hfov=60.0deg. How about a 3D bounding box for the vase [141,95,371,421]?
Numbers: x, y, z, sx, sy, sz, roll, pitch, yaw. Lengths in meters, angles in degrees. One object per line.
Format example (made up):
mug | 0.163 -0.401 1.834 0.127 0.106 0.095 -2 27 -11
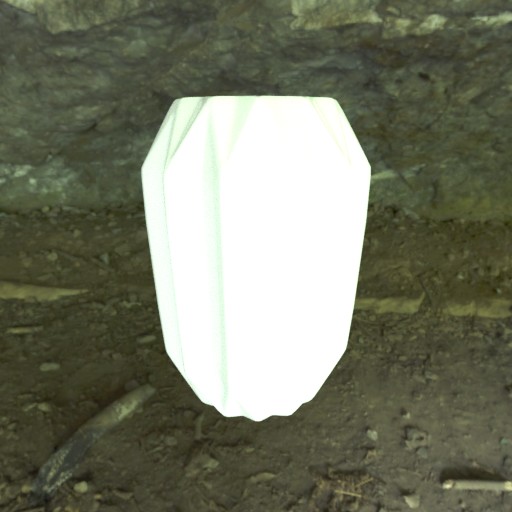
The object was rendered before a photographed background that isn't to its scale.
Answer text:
vase | 0.000 0.000 0.411 0.195 0.275 0.195 0 18 0
